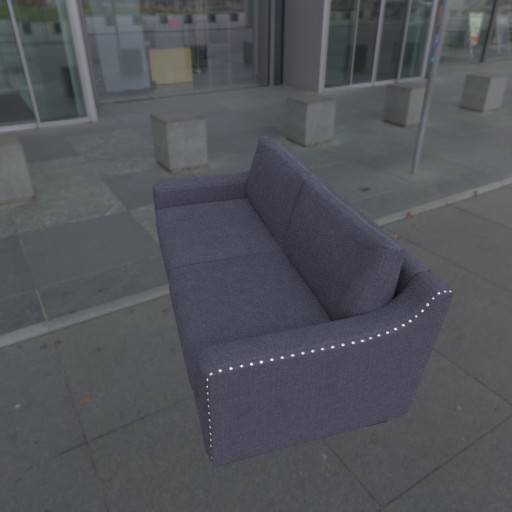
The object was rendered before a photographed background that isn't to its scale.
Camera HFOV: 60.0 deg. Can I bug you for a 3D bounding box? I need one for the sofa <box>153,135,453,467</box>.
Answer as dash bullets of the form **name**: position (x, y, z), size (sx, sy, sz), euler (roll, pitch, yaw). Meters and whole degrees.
- **sofa**: position (0.000, 0.000, 3.316), size (1.336, 1.196, 2.550), euler (-8, 31, -14)
